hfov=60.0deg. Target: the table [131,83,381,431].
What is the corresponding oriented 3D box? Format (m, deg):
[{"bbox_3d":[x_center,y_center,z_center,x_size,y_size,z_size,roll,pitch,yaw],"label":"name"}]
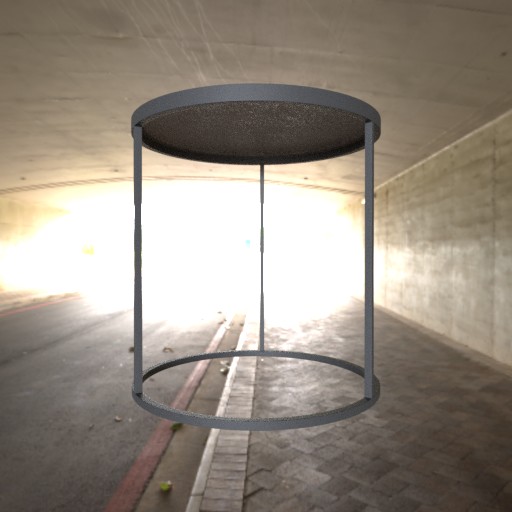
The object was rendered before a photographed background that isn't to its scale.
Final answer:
[{"bbox_3d":[0.000,0.000,0.869,0.470,0.498,0.470,0,0,0],"label":"table"}]
